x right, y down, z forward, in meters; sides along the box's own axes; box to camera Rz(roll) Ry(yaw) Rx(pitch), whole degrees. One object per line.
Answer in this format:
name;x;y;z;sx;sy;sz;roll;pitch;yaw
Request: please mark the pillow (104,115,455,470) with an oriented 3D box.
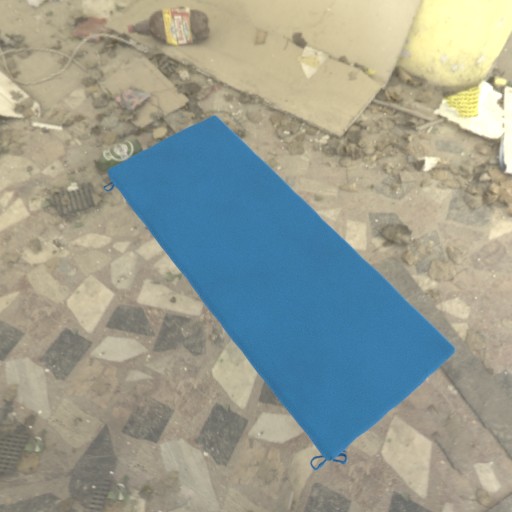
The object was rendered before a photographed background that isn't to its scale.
pillow;0.000;0.000;1.364;0.492;0.081;1.187;-33;64;-18
